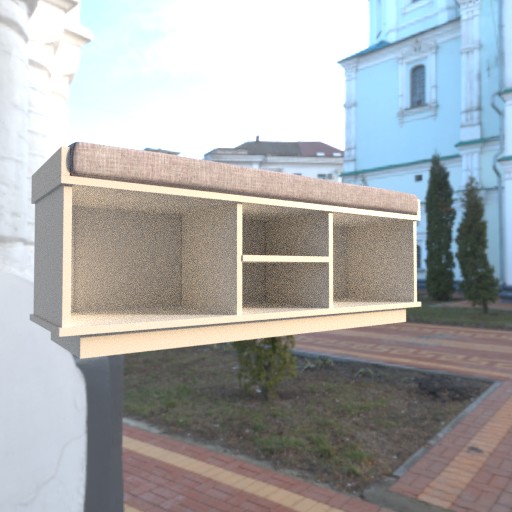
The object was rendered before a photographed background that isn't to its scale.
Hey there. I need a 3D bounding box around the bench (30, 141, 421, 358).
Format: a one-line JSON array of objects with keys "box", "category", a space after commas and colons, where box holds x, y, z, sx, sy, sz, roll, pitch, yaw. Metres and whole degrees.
[{"box": [0.000, 0.000, 1.364, 1.196, 0.453, 0.363, 1, -2, -36], "category": "bench"}]
